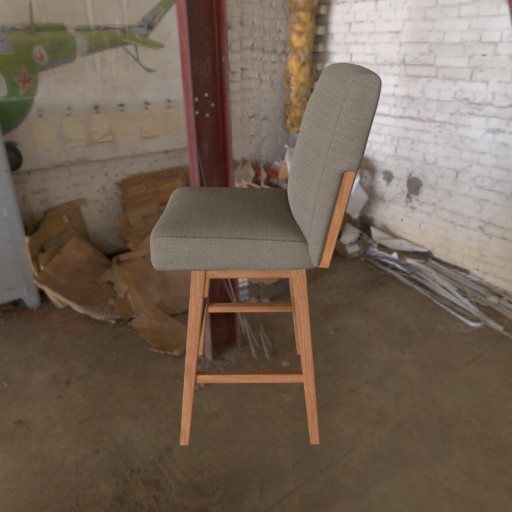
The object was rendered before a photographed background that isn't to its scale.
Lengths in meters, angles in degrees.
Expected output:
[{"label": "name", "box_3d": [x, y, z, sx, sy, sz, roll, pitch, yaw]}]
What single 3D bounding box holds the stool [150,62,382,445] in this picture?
[{"label": "stool", "box_3d": [0.000, 0.000, 1.395, 0.570, 1.112, 0.483, 0, 26, -1]}]
